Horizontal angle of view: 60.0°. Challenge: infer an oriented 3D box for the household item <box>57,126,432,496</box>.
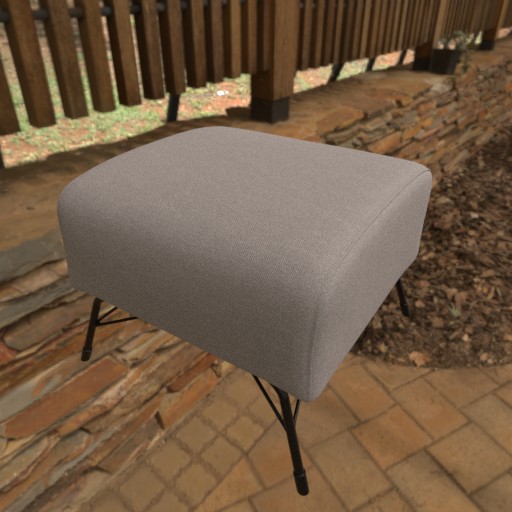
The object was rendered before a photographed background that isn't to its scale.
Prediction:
[{"bbox_3d":[0.000,0.000,0.876,0.530,0.410,0.530,19,36,28],"label":"household item"}]
